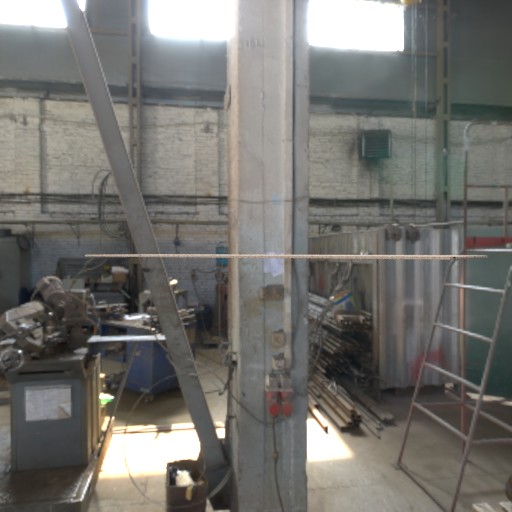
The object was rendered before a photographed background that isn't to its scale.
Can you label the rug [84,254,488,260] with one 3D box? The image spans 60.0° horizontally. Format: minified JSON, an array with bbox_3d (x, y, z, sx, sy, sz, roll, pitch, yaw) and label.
[{"bbox_3d":[0.000,0.000,2.713,2.438,0.012,0.762,0,1,36],"label":"rug"}]
